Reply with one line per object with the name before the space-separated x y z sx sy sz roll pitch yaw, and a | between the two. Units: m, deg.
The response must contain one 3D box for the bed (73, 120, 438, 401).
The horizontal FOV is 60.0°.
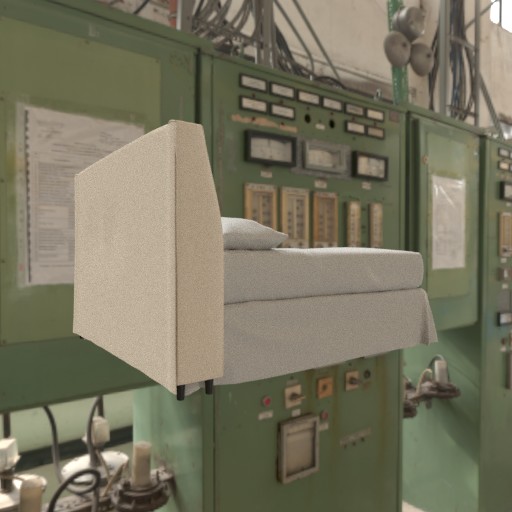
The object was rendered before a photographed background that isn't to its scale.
bed | 0.000 0.000 3.449 2.276 1.332 1.925 -1 1 -35
